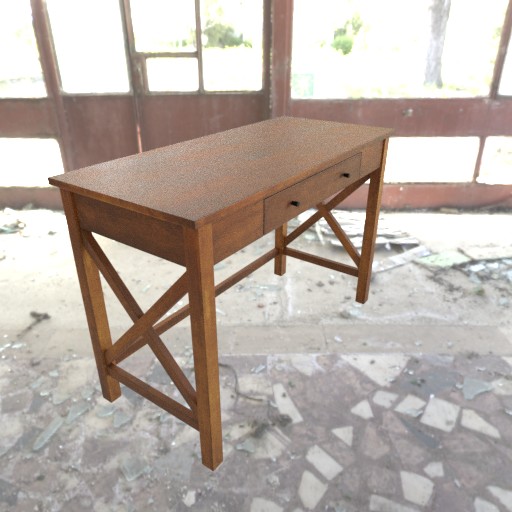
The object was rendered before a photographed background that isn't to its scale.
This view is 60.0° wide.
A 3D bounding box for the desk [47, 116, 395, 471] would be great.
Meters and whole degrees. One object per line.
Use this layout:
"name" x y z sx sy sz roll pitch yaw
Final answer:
"desk" 0.000 0.000 1.572 0.508 0.762 1.117 18 32 31
